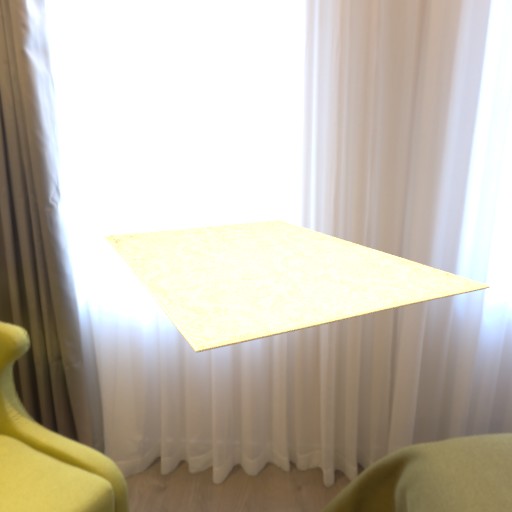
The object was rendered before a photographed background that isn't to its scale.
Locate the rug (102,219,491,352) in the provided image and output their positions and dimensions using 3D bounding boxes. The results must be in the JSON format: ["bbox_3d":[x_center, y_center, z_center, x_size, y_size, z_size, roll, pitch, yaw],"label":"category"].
[{"bbox_3d":[0.000,0.000,2.880,1.598,0.014,2.202,-7,16,-26],"label":"rug"}]
